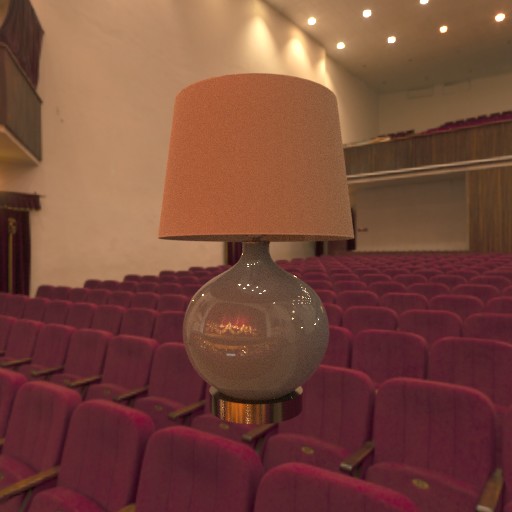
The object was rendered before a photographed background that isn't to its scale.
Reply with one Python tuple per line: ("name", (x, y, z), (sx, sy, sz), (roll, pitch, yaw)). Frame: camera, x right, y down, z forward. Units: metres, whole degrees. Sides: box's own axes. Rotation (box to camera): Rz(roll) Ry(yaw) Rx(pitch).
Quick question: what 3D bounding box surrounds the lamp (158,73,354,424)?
("lamp", (0.000, 0.000, 0.570), (0.247, 0.387, 0.247), (0, 0, 0))
